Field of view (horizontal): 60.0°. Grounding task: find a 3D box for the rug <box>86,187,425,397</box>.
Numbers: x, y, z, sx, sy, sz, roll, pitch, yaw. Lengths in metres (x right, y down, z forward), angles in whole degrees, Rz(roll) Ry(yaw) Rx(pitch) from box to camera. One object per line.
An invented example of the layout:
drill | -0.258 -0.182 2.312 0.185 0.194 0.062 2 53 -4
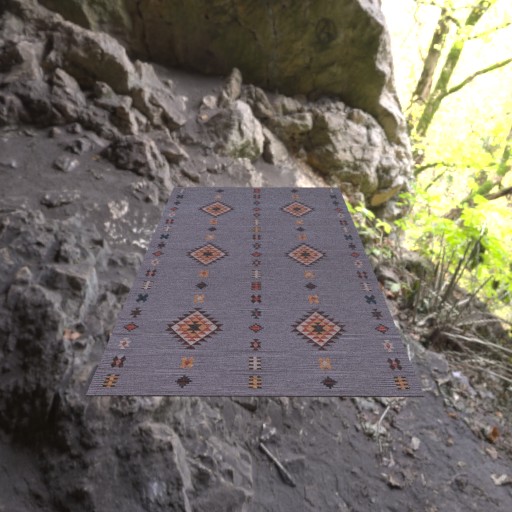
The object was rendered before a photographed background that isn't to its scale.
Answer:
rug | 0.000 0.000 3.016 1.515 0.007 2.427 0 31 0
